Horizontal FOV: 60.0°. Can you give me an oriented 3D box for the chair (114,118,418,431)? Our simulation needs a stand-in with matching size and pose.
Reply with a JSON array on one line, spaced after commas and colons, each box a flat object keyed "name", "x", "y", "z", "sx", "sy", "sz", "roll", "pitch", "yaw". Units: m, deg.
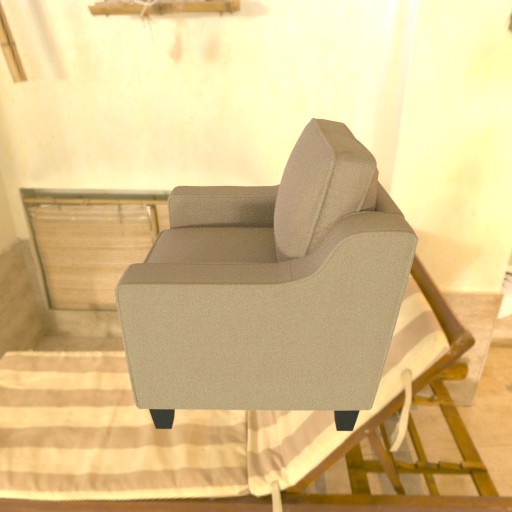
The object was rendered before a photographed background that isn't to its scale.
[{"name": "chair", "x": 0.000, "y": 0.000, "z": 1.713, "sx": 0.882, "sy": 0.948, "sz": 0.922, "roll": 0, "pitch": 26, "yaw": 1}]
